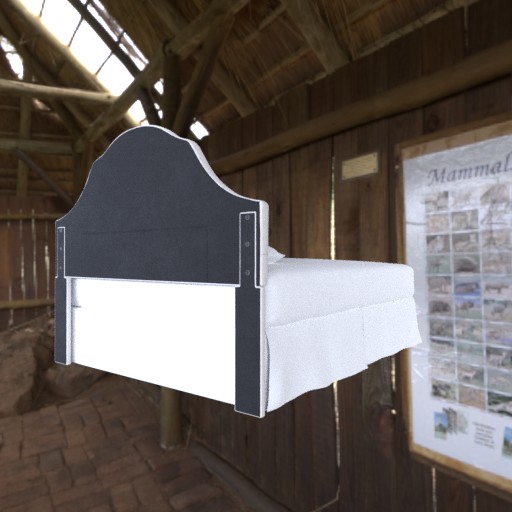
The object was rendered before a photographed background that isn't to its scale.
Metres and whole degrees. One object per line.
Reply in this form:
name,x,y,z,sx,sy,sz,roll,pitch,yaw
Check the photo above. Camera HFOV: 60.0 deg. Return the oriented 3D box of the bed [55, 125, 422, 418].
bed,0.000,0.000,3.757,2.039,1.617,2.477,0,0,37
